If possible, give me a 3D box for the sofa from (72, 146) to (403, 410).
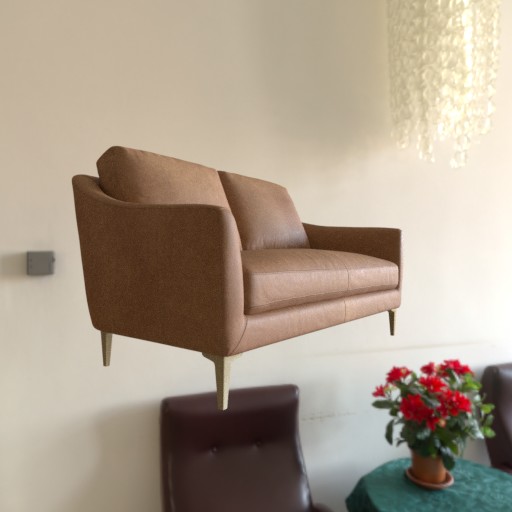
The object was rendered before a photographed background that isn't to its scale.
[{"bbox_3d":[0.000,0.000,2.158,0.960,0.902,1.619,0,0,36],"label":"sofa"}]
